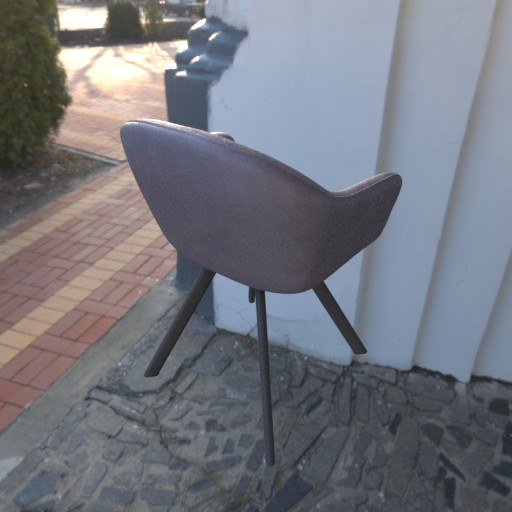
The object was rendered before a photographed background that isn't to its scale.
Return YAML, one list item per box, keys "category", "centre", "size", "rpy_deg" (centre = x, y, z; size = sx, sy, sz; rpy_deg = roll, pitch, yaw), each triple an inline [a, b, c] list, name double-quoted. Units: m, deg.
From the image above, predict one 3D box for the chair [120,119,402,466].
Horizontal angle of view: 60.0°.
- category: "chair"
  centre: [0.000, 0.000, 1.154]
  size: [0.567, 0.781, 0.544]
  rpy_deg: [22, 38, 32]
